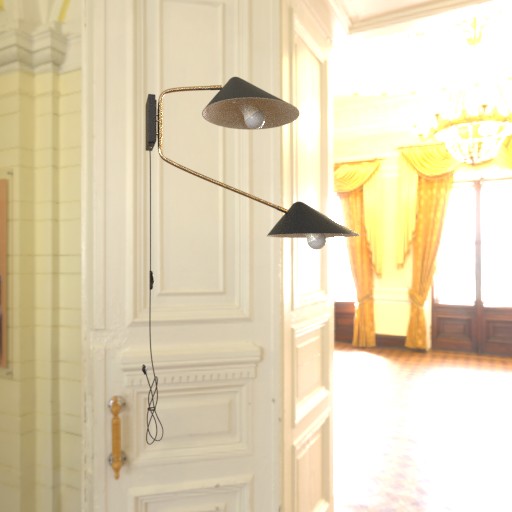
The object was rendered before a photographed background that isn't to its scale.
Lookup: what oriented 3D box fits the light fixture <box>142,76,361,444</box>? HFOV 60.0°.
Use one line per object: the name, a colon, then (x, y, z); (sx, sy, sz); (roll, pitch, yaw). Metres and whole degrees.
light fixture: (0.000, 0.000, 0.841); (0.422, 0.665, 0.189); (0, 0, -18)
